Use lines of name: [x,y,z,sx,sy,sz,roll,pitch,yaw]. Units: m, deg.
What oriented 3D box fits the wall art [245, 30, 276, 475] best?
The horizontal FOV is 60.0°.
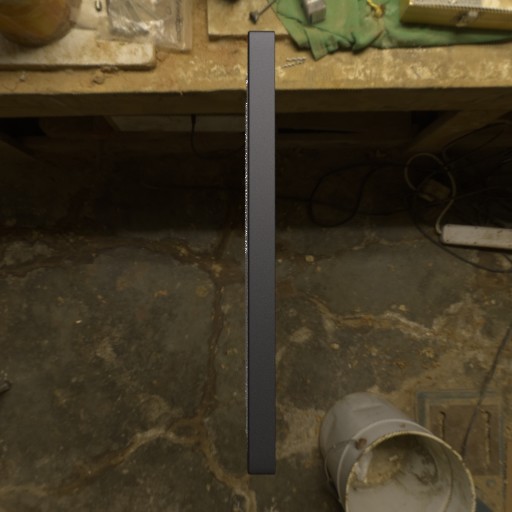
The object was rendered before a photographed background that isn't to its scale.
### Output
wall art: [0.000,0.000,0.909,0.043,0.611,0.610,0,88,-1]
